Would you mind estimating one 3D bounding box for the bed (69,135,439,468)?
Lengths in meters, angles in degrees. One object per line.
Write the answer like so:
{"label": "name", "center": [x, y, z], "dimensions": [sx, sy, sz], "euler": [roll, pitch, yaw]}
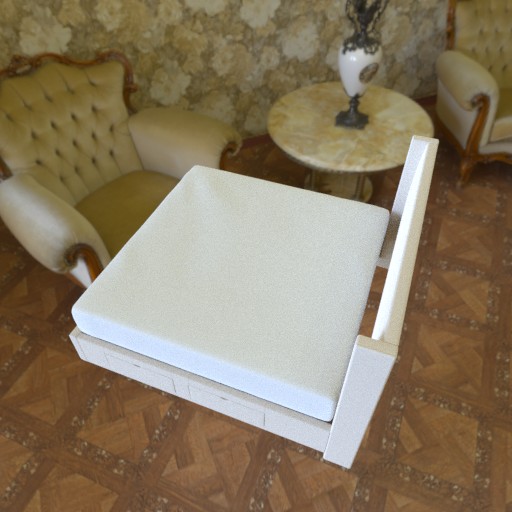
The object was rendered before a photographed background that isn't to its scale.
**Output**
{"label": "bed", "center": [0.000, 0.000, 3.620], "dimensions": [2.293, 1.471, 2.145], "euler": [16, 47, 15]}
